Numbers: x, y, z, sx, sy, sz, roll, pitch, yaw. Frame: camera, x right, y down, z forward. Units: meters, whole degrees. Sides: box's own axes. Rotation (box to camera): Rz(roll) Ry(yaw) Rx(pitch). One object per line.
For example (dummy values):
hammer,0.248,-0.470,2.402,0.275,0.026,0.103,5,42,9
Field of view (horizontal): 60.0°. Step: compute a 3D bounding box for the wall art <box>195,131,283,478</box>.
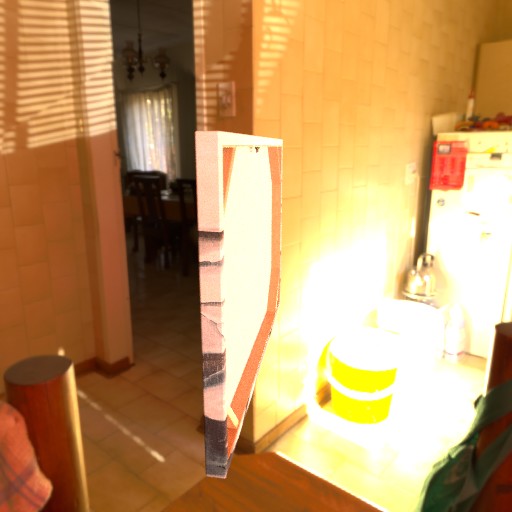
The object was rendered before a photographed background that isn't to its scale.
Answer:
wall art,0.000,0.000,1.172,0.039,0.609,0.914,2,14,9
